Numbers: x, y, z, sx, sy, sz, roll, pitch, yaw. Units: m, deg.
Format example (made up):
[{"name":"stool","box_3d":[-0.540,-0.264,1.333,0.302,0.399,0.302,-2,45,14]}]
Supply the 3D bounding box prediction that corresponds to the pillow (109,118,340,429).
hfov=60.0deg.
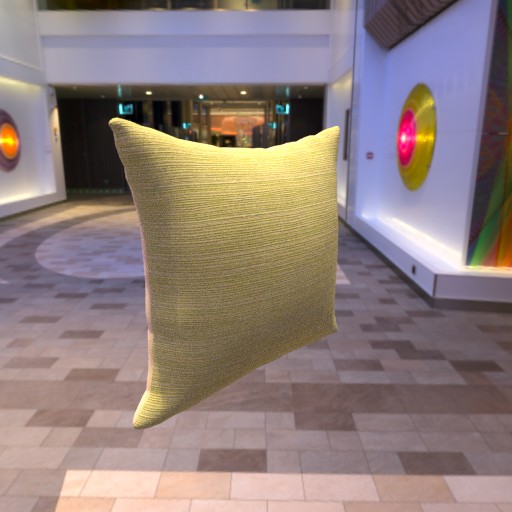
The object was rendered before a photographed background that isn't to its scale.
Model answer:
[{"name":"pillow","box_3d":[0.000,0.000,0.842,0.229,0.487,0.560,13,19,43]}]
